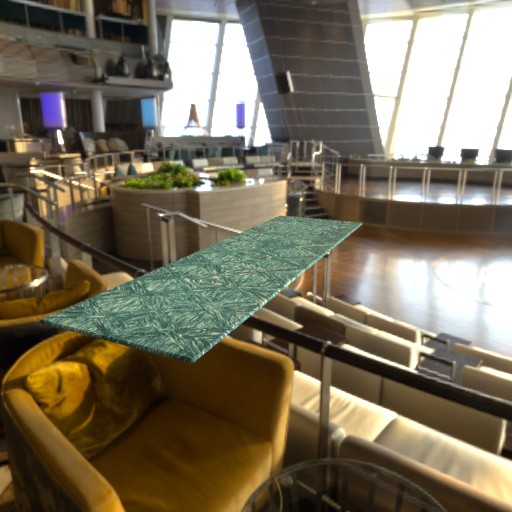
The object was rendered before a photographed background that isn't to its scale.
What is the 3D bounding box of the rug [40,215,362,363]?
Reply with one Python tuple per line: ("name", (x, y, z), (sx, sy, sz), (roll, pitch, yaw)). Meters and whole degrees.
("rug", (0.000, 0.000, 2.484), (0.676, 0.016, 2.286), (8, 18, 25))
